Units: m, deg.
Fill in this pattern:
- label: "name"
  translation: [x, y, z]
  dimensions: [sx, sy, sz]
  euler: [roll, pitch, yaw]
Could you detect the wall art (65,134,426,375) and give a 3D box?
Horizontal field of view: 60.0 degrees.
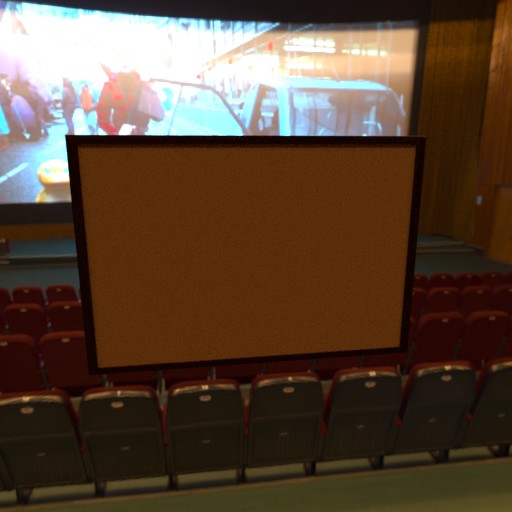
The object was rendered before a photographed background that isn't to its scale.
- label: "wall art"
  translation: [0.000, 0.000, 1.066]
  dimensions: [0.816, 0.559, 0.014]
  euler: [-2, 14, -8]
